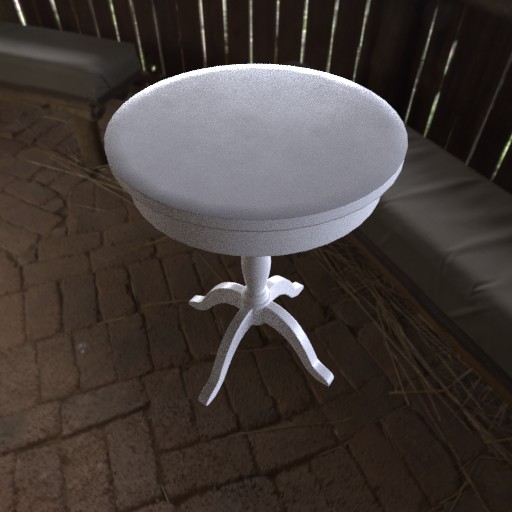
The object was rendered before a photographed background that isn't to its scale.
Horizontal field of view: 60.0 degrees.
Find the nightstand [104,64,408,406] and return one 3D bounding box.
[{"bbox_3d":[0.000,0.000,1.000,0.513,0.653,0.513,34,54,29],"label":"nightstand"}]
